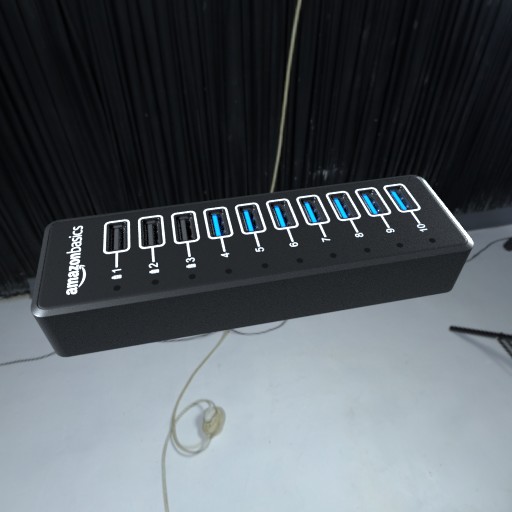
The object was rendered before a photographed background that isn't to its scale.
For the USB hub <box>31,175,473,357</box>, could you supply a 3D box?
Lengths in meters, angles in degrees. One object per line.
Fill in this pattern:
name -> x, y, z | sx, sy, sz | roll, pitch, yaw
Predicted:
USB hub -> 0.000, 0.000, 0.162 | 0.145, 0.023, 0.044 | -8, 46, -8
